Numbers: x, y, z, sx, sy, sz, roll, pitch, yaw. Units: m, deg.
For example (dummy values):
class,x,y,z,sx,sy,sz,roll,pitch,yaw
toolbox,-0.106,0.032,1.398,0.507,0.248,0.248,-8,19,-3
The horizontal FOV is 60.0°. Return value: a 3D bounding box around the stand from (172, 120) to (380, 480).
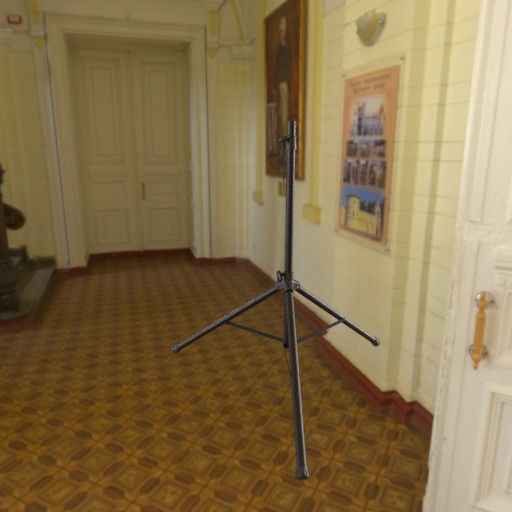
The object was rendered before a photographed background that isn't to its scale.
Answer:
class,x,y,z,sx,sy,sz,roll,pitch,yaw
stand,0.000,0.000,2.746,1.339,1.595,1.596,7,16,27
